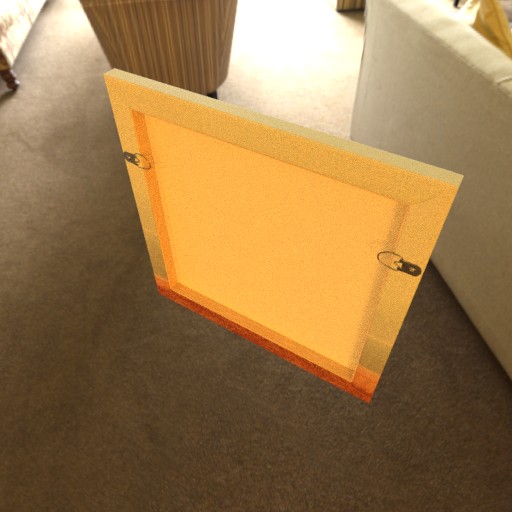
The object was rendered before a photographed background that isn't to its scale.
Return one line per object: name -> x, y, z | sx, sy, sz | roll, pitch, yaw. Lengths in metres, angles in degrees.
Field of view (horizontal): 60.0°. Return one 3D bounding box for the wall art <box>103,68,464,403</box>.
wall art -> 0.000, 0.000, 0.886 | 0.605, 0.605, 0.034 | 24, 51, 21
